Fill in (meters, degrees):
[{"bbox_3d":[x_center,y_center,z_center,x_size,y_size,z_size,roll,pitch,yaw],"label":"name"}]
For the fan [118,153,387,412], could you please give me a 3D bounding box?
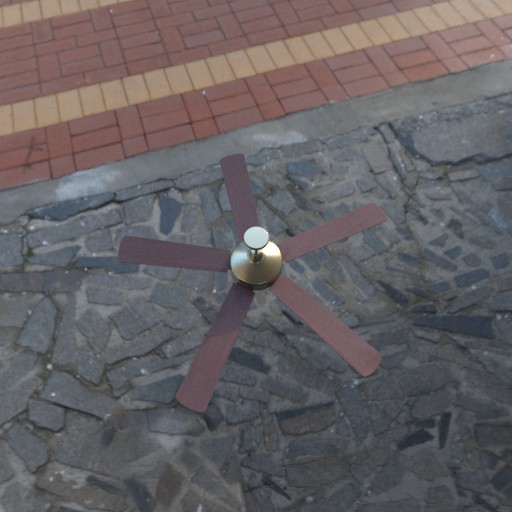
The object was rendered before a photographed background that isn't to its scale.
[{"bbox_3d":[0.000,0.000,2.028,1.321,0.356,1.321,-1,63,-1],"label":"fan"}]
